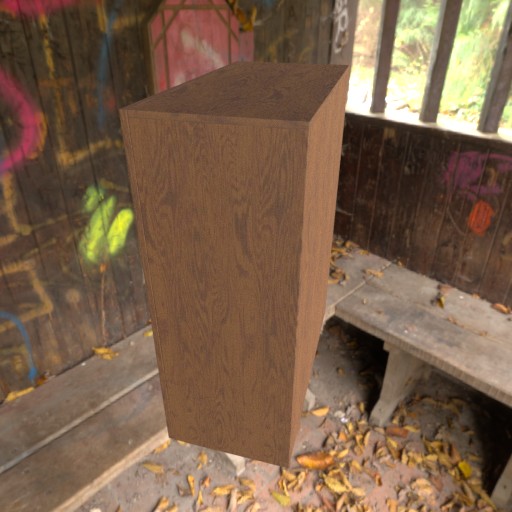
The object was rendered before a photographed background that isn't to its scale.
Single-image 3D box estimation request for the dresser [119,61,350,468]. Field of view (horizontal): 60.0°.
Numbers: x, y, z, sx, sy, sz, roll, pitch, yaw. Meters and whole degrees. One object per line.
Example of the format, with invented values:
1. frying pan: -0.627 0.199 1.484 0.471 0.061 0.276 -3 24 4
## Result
1. dresser: 0.000 0.000 1.781 0.516 1.320 0.964 8 31 13
